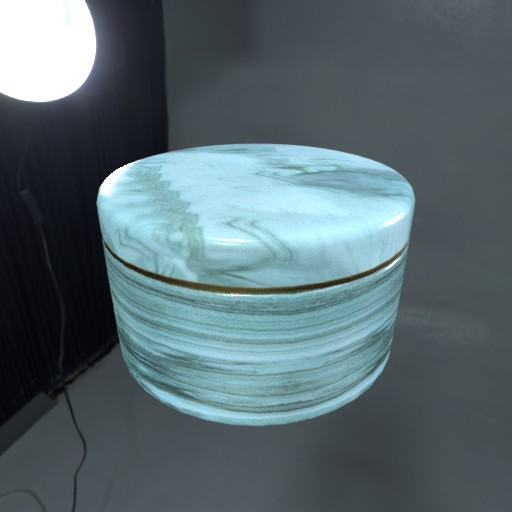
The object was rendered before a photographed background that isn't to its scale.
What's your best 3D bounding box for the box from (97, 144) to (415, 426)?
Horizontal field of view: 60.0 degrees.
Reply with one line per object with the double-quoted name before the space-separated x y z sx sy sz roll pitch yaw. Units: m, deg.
"box" 0.000 0.000 0.159 0.101 0.063 0.101 0 26 0
